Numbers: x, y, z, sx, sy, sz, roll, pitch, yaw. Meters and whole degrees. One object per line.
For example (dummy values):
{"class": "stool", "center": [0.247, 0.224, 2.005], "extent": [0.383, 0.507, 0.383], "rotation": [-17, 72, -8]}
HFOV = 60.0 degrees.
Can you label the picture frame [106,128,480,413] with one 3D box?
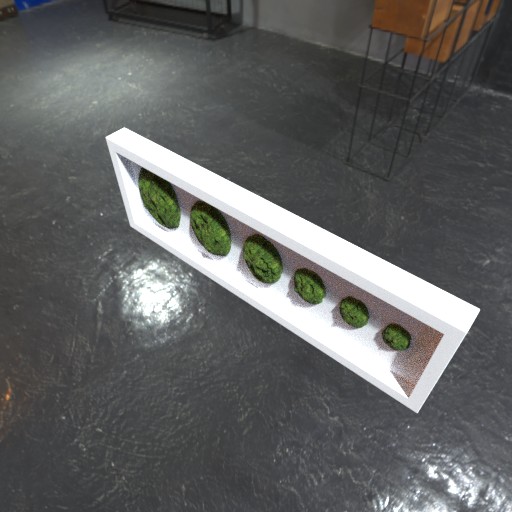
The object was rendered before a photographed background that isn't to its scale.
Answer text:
{"class": "picture frame", "center": [0.000, 0.000, 0.856], "extent": [0.759, 0.250, 0.050], "rotation": [30, 54, 26]}
